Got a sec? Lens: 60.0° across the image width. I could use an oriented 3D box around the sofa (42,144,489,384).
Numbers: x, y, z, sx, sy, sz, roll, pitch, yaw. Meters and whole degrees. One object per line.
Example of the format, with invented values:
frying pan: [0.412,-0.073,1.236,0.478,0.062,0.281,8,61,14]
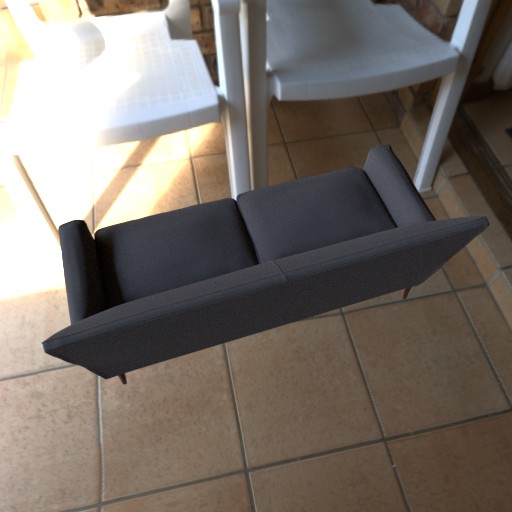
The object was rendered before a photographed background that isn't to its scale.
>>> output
sofa: [0.000,0.000,2.450,2.002,0.907,0.843,-15,60,-9]
